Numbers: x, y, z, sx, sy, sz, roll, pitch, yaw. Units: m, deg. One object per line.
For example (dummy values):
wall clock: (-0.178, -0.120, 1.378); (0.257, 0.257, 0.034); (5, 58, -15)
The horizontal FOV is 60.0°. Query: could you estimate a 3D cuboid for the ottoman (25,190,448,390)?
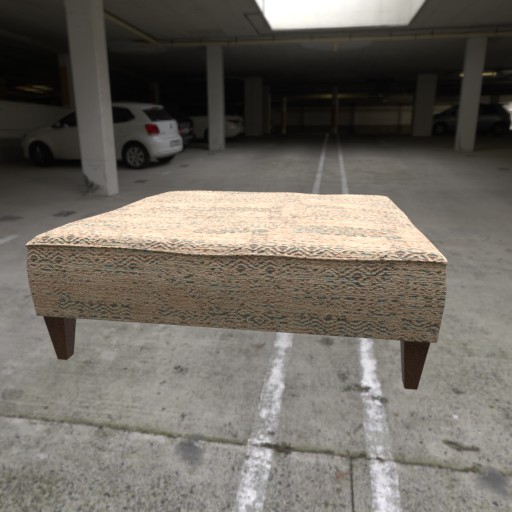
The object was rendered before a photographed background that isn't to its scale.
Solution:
ottoman: (0.000, 0.000, 1.489); (0.968, 0.356, 1.004); (2, 15, 9)
